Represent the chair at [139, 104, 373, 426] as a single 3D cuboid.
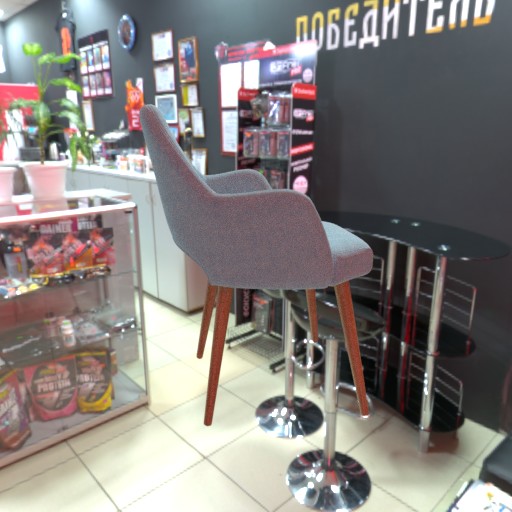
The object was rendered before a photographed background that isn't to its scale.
[{"bbox_3d":[0.000,0.000,1.312,0.610,0.840,0.590,-3,16,-10],"label":"chair"}]
